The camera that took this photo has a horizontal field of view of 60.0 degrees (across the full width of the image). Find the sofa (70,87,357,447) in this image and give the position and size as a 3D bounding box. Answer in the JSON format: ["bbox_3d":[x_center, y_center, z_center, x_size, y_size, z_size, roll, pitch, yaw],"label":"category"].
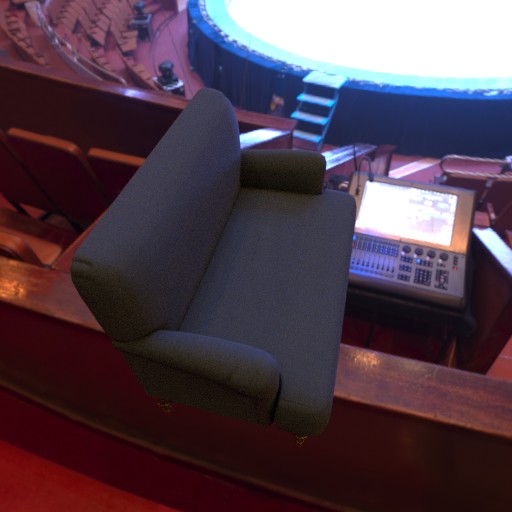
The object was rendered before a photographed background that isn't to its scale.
[{"bbox_3d":[0.000,0.000,1.832,0.779,0.889,1.297,10,46,10],"label":"sofa"}]
